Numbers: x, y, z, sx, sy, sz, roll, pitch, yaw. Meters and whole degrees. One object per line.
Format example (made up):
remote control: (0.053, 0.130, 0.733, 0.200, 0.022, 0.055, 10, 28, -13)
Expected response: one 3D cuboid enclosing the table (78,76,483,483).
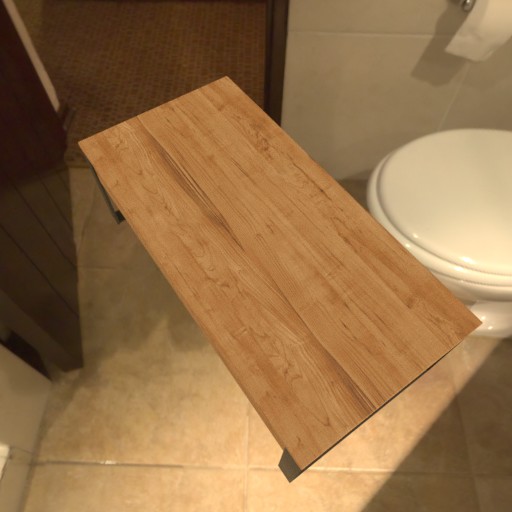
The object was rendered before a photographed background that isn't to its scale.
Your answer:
table: (0.000, 0.000, 1.454, 0.590, 0.400, 1.180, -31, 64, -17)
